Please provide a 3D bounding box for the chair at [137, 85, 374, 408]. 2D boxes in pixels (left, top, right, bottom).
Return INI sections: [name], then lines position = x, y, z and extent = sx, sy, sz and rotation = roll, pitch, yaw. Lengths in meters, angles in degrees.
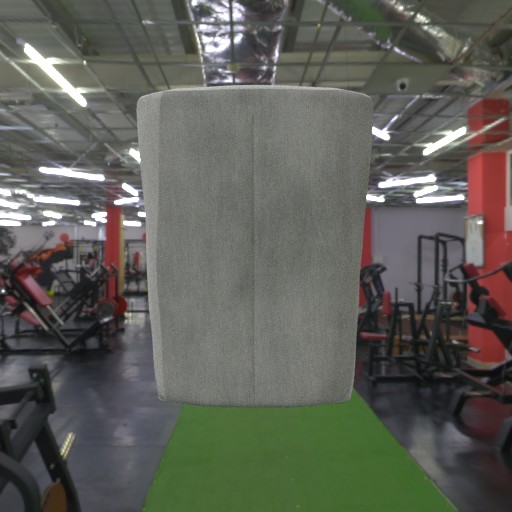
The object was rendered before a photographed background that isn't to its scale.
[chair]
position = 0.000, 0.000, 1.660
extent = 0.779, 1.000, 0.904
rotation = 0, -1, 1
